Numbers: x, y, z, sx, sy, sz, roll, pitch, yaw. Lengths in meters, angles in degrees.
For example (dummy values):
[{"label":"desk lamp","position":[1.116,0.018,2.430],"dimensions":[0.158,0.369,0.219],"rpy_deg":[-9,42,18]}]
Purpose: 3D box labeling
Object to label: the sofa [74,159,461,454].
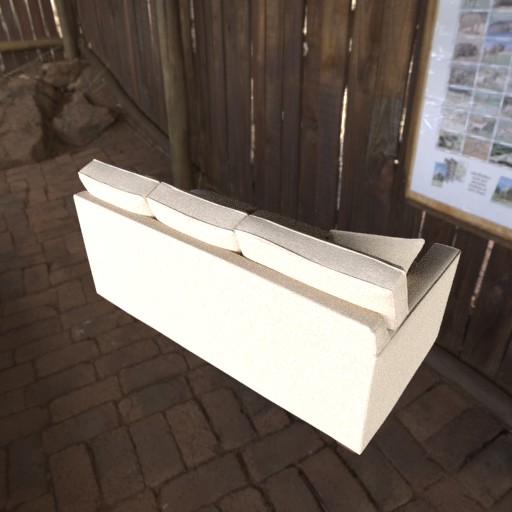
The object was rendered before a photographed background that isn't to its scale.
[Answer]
[{"label":"sofa","position":[0.000,0.000,2.571],"dimensions":[1.962,0.946,1.034],"rpy_deg":[22,38,32]}]
